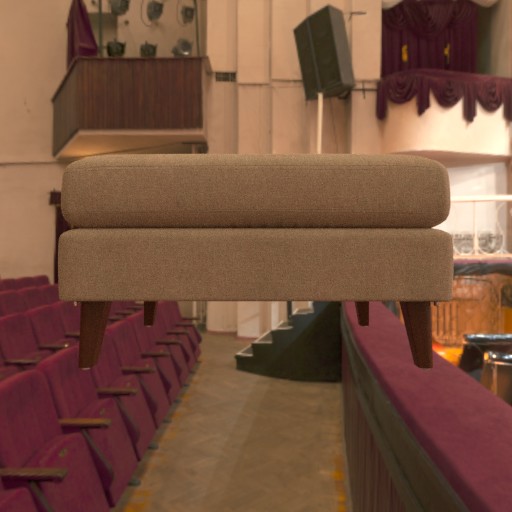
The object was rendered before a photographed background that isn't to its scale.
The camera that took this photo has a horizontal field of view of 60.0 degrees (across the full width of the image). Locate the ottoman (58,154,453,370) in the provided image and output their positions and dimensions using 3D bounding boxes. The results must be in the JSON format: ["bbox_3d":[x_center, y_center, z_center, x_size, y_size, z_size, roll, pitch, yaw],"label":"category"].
[{"bbox_3d":[0.000,0.000,1.207,0.823,0.478,0.610,0,0,0],"label":"ottoman"}]
